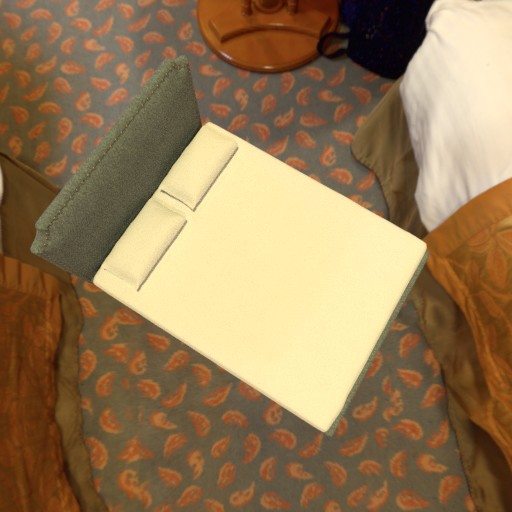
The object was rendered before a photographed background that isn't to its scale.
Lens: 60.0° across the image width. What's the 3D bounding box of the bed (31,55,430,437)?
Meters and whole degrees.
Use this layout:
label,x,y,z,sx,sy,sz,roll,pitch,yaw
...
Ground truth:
label,x,y,z,sx,sy,sz,roll,pitch,yaw
bed,0.000,0.000,3.389,2.372,1.443,1.712,31,77,8
